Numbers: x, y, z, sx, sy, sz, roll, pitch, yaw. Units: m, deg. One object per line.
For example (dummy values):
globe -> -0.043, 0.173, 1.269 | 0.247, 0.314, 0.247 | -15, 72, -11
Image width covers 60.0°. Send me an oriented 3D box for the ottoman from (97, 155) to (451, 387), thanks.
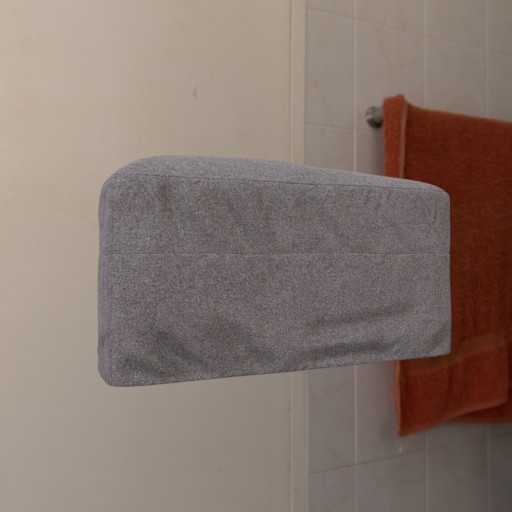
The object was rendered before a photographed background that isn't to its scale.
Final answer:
ottoman -> 0.000, 0.000, 1.242 | 0.837, 0.481, 0.683 | 0, 0, -19
